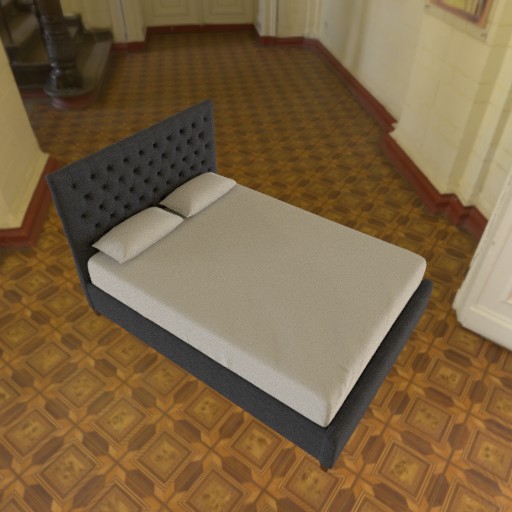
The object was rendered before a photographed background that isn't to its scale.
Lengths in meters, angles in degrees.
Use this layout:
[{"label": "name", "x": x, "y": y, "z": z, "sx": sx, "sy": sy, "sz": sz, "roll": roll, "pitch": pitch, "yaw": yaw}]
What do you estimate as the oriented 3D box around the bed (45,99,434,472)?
[{"label": "bed", "x": 0.000, "y": 0.000, "z": 3.440, "sx": 2.387, "sy": 1.427, "sz": 1.698, "roll": 26, "pitch": 47, "yaw": 27}]
